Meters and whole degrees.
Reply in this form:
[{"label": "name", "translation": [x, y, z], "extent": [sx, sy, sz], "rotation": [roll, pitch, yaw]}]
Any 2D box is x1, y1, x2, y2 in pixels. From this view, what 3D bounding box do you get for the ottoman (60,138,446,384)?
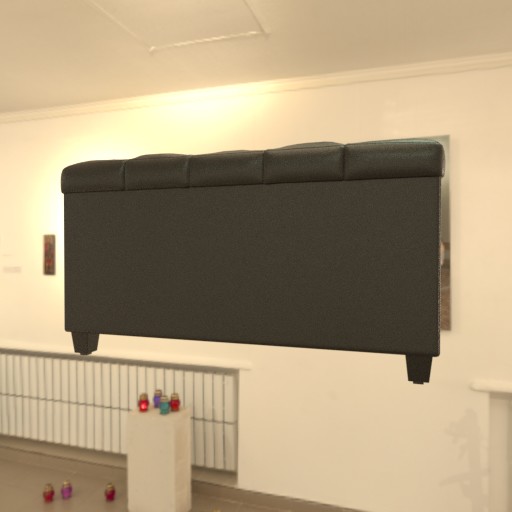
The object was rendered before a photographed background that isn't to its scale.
[{"label": "ottoman", "translation": [0.000, 0.000, 1.107], "extent": [0.838, 0.470, 0.432], "rotation": [0, 1, 18]}]
